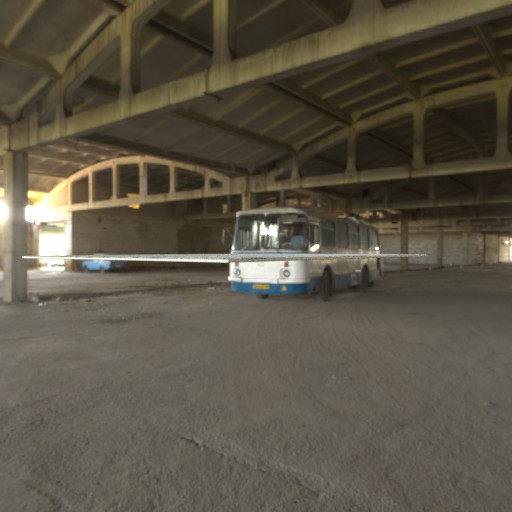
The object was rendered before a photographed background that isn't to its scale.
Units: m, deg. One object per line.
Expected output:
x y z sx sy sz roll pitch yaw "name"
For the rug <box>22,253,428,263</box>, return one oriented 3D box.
0.000 0.000 2.320 1.213 0.012 1.831 1 1 38 "rug"
